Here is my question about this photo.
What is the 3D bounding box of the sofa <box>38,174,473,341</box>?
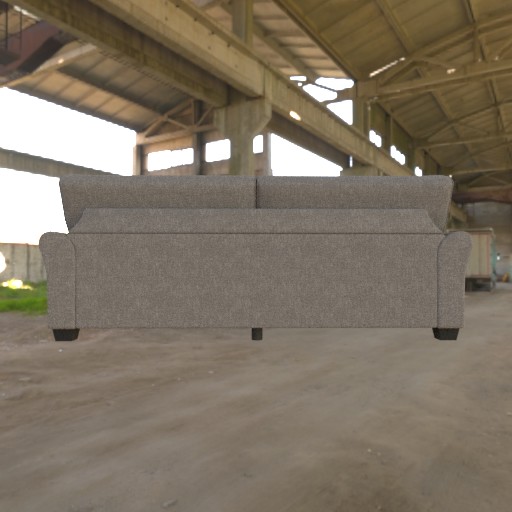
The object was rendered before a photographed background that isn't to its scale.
[{"bbox_3d":[0.000,0.000,2.502,2.032,0.813,0.889,0,-1,-1],"label":"sofa"}]
